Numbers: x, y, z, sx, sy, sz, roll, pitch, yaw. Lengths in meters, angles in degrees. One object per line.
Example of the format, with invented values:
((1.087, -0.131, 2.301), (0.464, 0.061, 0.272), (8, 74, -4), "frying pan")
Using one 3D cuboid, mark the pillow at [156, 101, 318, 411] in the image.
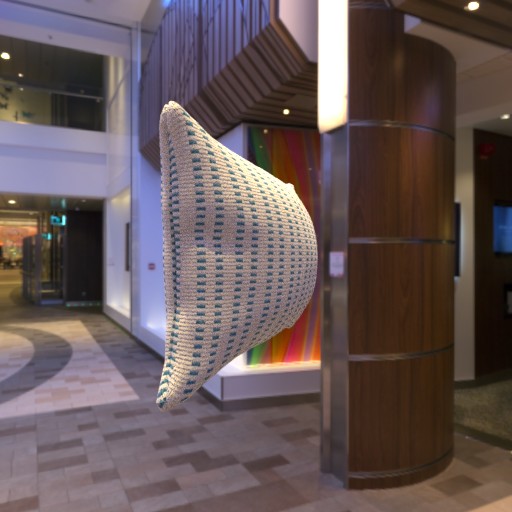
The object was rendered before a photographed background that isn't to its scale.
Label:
((0.000, 0.000, 0.799), (0.210, 0.353, 0.640), (0, 0, 17), "pillow")
